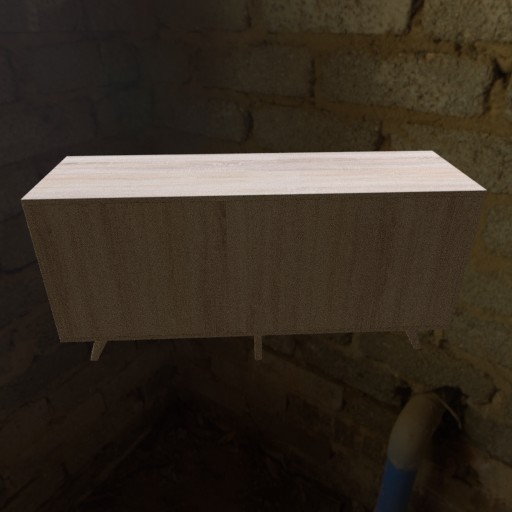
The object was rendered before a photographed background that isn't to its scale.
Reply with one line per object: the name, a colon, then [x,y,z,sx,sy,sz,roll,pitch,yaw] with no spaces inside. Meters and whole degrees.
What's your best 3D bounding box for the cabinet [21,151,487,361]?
cabinet: [0.000,0.000,1.974,1.650,0.780,0.500,-1,30,-3]
